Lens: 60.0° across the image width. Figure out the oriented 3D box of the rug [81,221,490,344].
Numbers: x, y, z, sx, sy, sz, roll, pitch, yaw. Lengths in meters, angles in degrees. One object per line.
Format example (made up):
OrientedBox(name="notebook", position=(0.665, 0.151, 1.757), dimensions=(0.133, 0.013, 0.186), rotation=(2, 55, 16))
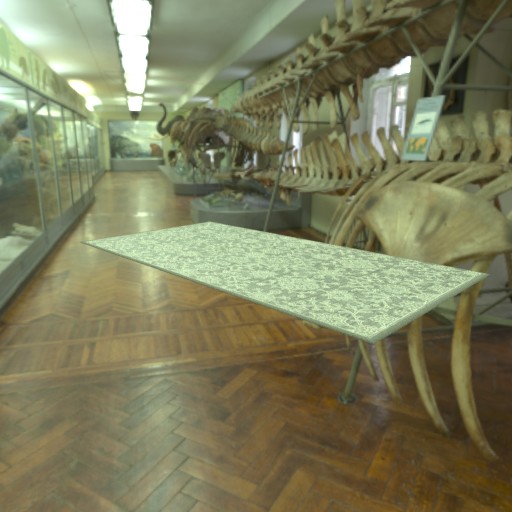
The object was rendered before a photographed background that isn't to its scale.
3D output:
OrientedBox(name="rug", position=(0.000, 0.000, 3.590), dimensions=(3.048, 0.011, 1.546), rotation=(14, 20, 43))
